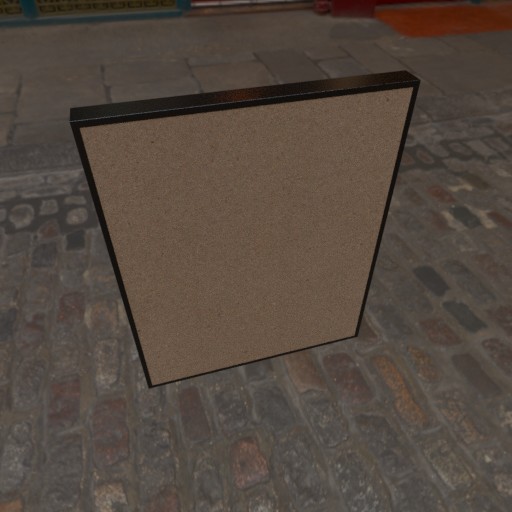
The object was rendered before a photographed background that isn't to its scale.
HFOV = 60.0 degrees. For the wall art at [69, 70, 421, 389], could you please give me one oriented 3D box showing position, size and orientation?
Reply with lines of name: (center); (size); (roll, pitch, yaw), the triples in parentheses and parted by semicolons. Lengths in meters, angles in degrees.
wall art: (0.000, 0.000, 0.742); (0.448, 0.551, 0.038); (-11, 43, -12)
